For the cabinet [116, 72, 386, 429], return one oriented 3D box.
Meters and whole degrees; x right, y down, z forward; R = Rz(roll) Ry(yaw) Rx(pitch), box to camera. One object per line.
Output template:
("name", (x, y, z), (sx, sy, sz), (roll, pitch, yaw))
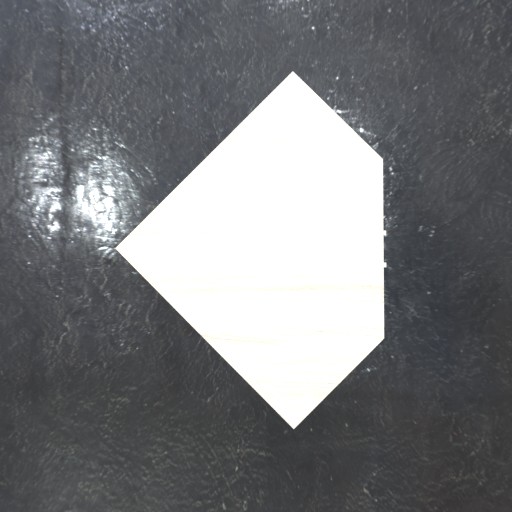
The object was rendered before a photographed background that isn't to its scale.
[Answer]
("cabinet", (0.000, 0.000, 2.555), (0.969, 1.957, 1.272), (0, 88, 1))
